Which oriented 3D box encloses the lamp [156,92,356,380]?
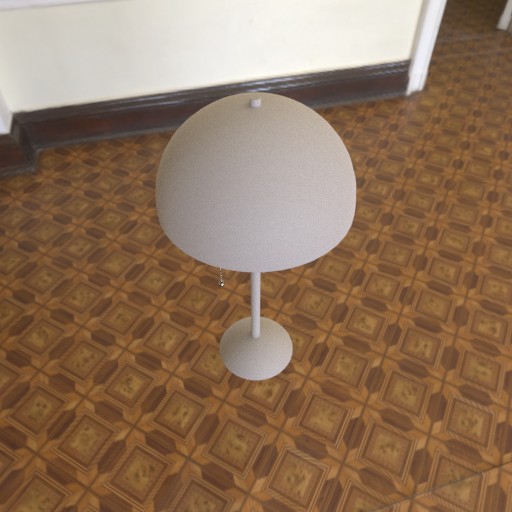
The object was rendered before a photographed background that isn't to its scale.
[{"bbox_3d":[0.000,0.000,0.440,0.171,0.330,0.171,0,46,0],"label":"lamp"}]
